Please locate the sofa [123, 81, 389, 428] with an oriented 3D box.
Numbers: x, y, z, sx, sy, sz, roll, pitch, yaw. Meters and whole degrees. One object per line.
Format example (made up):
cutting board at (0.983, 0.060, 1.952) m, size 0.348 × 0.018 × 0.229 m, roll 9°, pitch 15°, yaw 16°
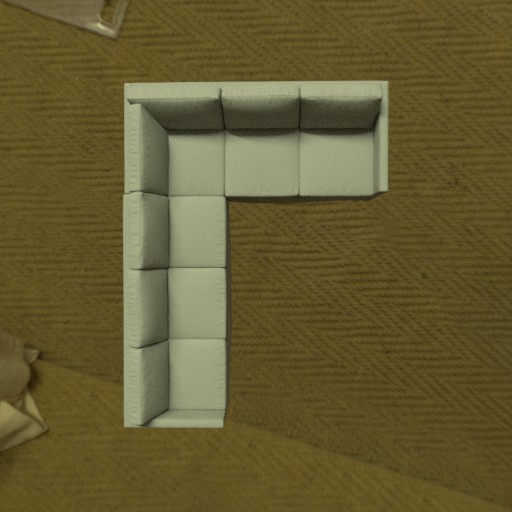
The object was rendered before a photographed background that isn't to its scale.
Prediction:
sofa at (0.000, 0.000, 4.290) m, size 2.432 × 0.871 × 3.182 m, roll 0°, pitch 91°, yaw 1°
